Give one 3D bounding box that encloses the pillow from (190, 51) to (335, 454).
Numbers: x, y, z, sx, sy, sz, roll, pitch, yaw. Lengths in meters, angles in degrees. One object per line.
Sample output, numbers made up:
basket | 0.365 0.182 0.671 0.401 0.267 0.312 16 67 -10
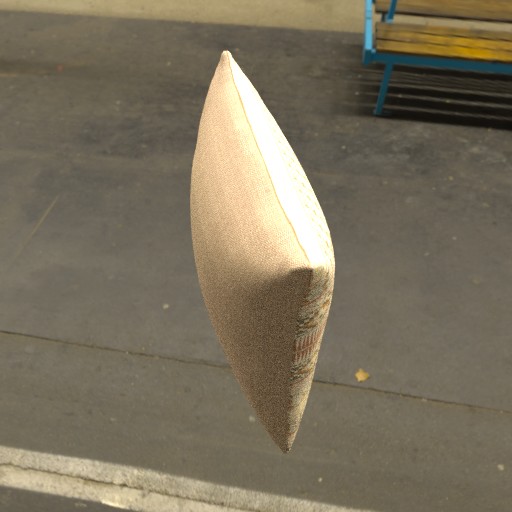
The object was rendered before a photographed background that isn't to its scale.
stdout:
pillow | 0.000 0.000 0.791 0.215 0.519 0.521 -9 48 -8
